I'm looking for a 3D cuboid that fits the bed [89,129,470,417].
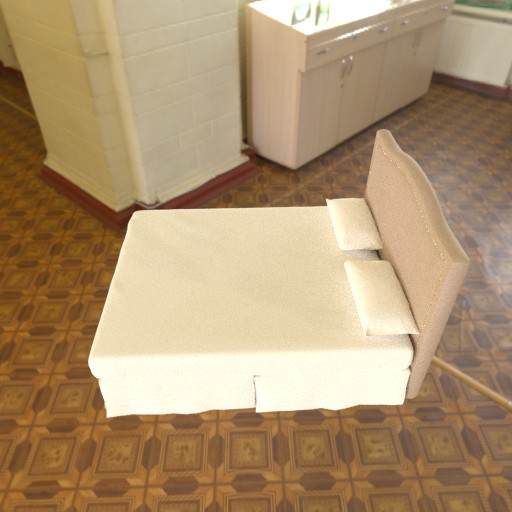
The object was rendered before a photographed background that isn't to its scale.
[{"bbox_3d":[0.000,0.000,3.421,2.282,1.436,1.821,-1,40,-2],"label":"bed"}]
